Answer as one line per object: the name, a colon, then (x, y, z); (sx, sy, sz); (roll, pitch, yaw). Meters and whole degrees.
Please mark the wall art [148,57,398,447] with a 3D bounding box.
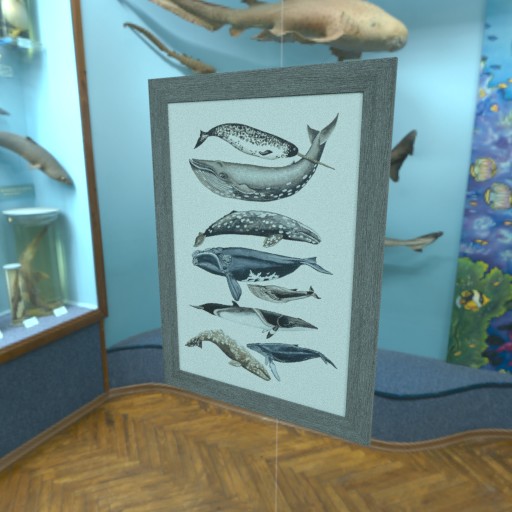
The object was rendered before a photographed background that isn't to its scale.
wall art: (0.000, 0.000, 1.368); (0.768, 1.070, 0.020); (7, 16, 27)
